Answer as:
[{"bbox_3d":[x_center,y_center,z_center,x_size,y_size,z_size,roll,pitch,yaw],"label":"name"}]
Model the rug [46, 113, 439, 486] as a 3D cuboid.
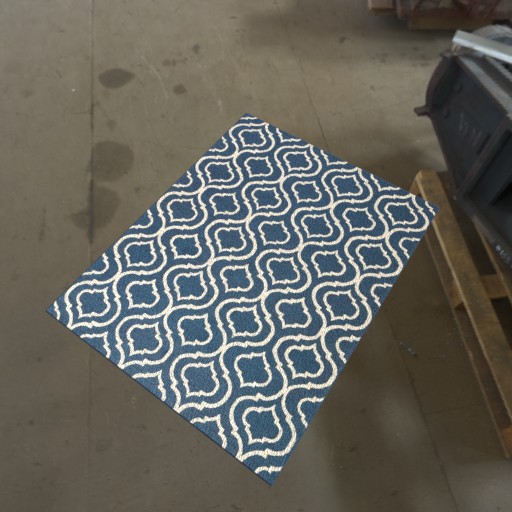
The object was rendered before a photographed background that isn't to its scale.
[{"bbox_3d":[0.000,0.000,3.958,2.270,0.020,2.881,31,64,17],"label":"rug"}]
